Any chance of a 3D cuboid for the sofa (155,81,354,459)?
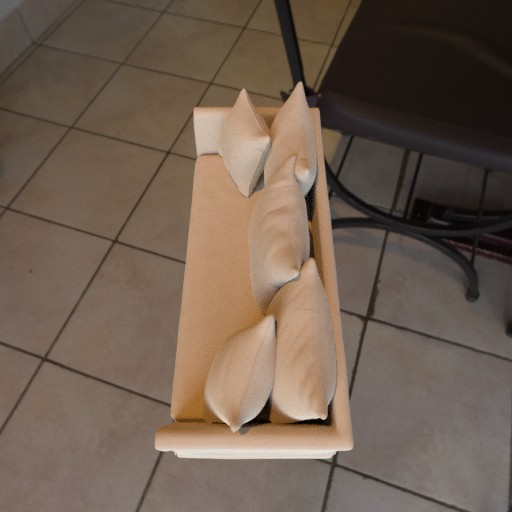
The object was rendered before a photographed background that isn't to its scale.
[{"bbox_3d":[0.000,0.000,3.011,1.046,1.047,2.499,0,58,0],"label":"sofa"}]
